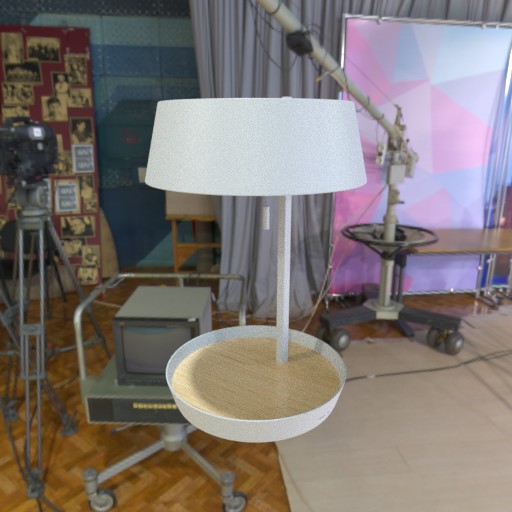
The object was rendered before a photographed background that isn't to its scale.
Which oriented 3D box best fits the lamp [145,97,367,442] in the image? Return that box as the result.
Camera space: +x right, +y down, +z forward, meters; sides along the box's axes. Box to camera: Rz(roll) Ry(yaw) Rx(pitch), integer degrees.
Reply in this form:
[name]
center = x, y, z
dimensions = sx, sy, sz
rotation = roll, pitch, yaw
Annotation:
[lamp]
center = 0.000, 0.000, 0.628
dimensions = 0.291, 0.429, 0.291
rotation = 0, 17, 0
